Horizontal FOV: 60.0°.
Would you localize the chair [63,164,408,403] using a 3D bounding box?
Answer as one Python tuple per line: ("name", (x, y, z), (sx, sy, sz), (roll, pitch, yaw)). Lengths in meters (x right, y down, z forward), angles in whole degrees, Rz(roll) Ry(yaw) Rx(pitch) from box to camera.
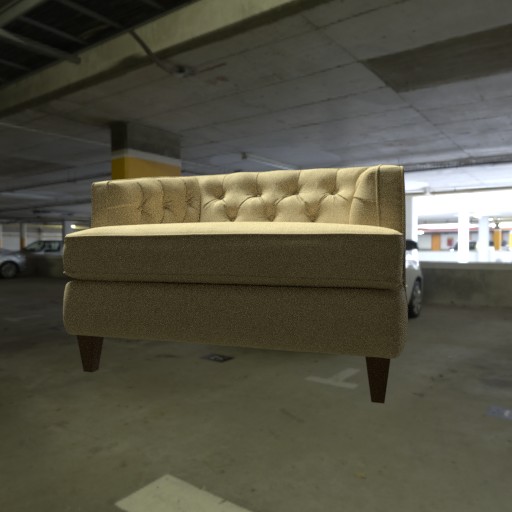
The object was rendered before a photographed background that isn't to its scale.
("chair", (0.000, 0.000, 1.732), (1.118, 0.787, 0.914), (0, 1, 18))
